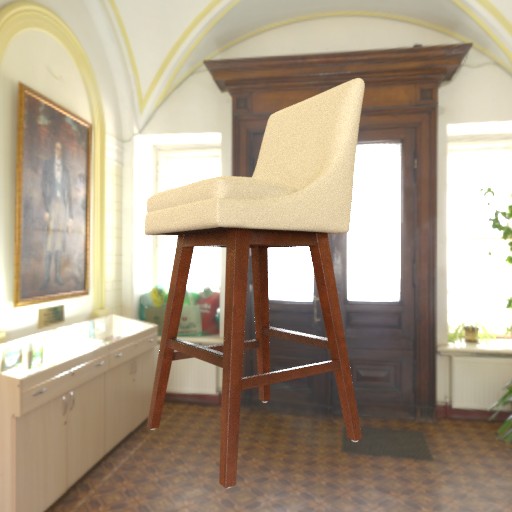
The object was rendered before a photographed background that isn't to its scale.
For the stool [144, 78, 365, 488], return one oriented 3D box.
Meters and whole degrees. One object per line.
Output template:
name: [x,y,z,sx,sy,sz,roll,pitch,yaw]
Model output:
stool: [0.000,0.000,1.377,0.559,1.097,0.470,0,0,-36]
